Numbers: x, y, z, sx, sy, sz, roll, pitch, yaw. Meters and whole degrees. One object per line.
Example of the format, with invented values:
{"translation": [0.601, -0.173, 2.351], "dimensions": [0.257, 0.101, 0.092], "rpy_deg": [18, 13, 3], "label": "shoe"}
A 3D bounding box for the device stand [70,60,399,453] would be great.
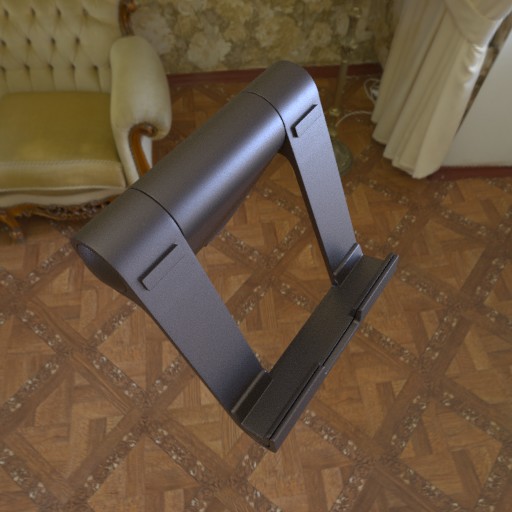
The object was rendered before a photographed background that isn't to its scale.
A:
{"translation": [0.000, 0.000, 0.151], "dimensions": [0.079, 0.084, 0.088], "rpy_deg": [32, 63, 18], "label": "device stand"}
